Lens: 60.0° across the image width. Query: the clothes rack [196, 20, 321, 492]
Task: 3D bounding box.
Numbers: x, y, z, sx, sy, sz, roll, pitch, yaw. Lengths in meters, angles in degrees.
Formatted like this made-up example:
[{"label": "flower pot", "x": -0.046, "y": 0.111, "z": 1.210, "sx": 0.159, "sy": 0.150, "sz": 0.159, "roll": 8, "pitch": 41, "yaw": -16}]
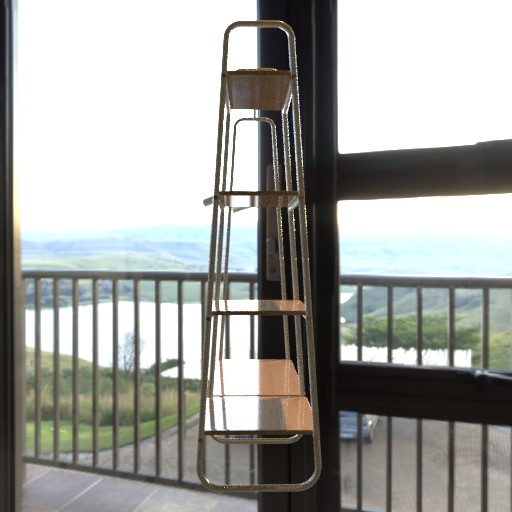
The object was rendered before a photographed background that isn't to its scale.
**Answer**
[{"label": "clothes rack", "x": 0.000, "y": 0.000, "z": 1.907, "sx": 0.400, "sy": 1.500, "sz": 1.011, "roll": 0, "pitch": 0, "yaw": -1}]
